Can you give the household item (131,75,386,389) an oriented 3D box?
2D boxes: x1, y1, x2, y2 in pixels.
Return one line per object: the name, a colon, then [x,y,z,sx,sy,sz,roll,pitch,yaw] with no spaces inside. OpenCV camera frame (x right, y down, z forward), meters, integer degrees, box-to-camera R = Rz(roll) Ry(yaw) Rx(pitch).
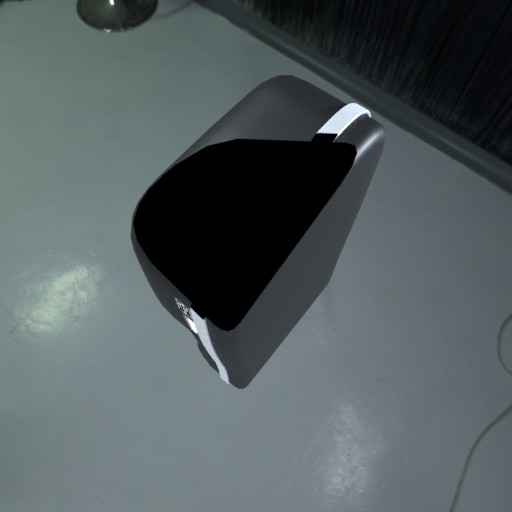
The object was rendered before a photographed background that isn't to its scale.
household item: [0.000,0.000,0.150,0.038,0.114,0.070,36,70,15]
